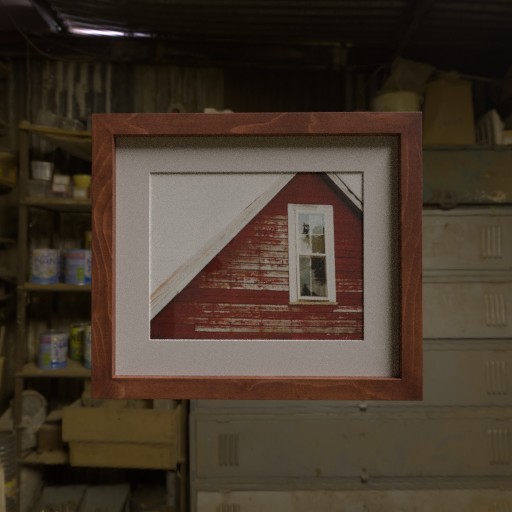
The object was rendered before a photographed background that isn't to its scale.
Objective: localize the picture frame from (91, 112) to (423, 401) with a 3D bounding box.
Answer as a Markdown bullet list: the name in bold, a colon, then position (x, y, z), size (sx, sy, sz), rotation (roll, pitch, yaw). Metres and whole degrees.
- **picture frame**: position (0.000, 0.000, 0.522), size (0.381, 0.330, 0.025), rotation (0, -1, 1)
